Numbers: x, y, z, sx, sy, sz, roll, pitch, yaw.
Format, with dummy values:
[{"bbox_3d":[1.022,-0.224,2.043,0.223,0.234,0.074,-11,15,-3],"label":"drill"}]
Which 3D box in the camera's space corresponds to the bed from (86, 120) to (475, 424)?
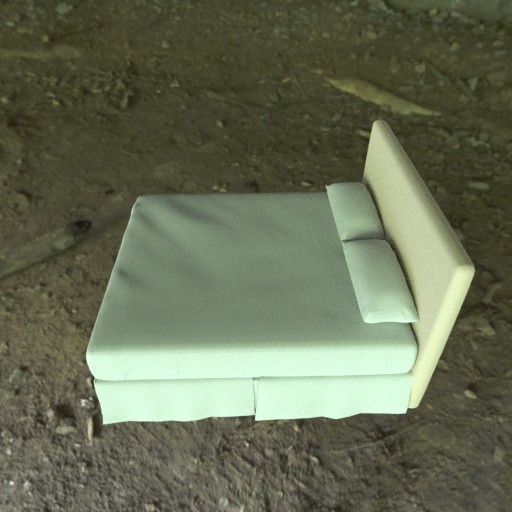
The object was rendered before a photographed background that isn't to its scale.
[{"bbox_3d":[0.000,0.000,3.242,2.142,1.330,1.884,-1,40,-1],"label":"bed"}]
